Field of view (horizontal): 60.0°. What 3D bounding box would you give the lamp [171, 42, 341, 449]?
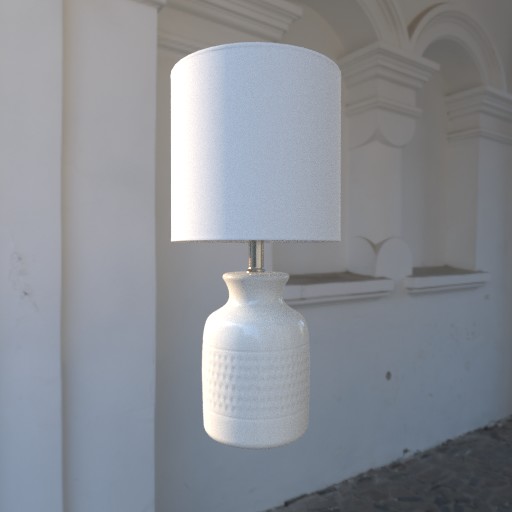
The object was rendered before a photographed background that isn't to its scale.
[{"bbox_3d":[0.000,0.000,0.500,0.188,0.392,0.188,0,1,-19],"label":"lamp"}]
